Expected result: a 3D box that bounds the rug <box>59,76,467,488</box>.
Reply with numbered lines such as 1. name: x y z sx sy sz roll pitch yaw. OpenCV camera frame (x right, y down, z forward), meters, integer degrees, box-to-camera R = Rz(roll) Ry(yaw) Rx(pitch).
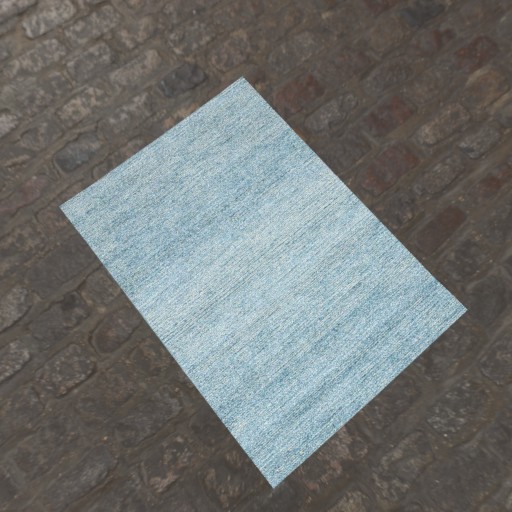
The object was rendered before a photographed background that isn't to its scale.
1. rug: 0.000 0.000 2.896 1.611 0.026 2.260 -38 78 -10
